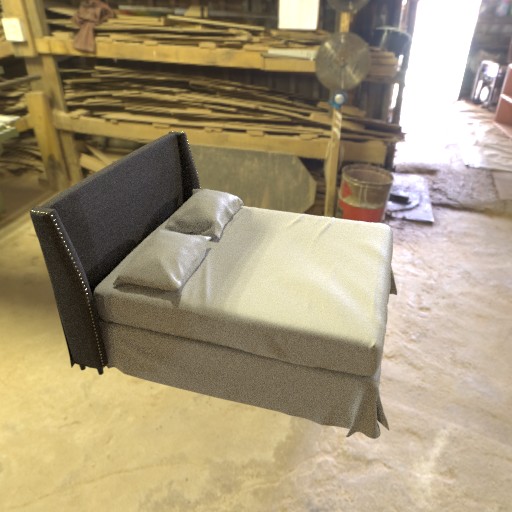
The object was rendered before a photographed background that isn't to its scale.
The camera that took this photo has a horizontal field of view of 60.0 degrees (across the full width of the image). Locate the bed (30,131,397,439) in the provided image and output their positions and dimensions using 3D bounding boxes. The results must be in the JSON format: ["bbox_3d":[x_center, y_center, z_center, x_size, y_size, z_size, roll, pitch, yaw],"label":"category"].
[{"bbox_3d":[0.000,0.000,3.451,2.276,1.332,1.925,9,32,15],"label":"bed"}]
